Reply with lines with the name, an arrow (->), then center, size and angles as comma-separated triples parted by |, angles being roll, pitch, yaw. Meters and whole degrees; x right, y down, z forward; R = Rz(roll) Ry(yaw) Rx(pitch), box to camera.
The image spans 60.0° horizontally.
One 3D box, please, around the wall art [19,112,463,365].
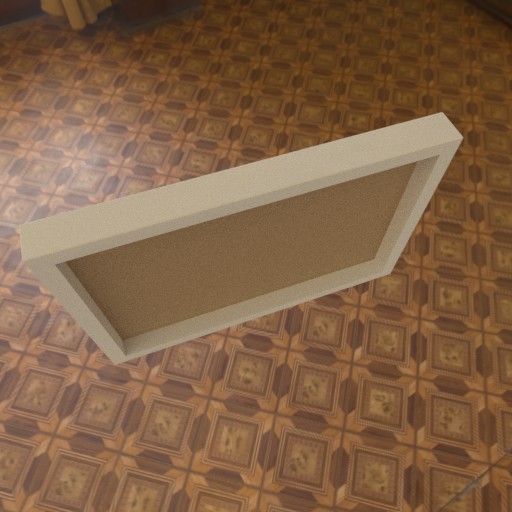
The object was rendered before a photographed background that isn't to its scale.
wall art -> 0.000, 0.000, 0.482 | 0.384, 0.254, 0.039 | -17, 60, -10
